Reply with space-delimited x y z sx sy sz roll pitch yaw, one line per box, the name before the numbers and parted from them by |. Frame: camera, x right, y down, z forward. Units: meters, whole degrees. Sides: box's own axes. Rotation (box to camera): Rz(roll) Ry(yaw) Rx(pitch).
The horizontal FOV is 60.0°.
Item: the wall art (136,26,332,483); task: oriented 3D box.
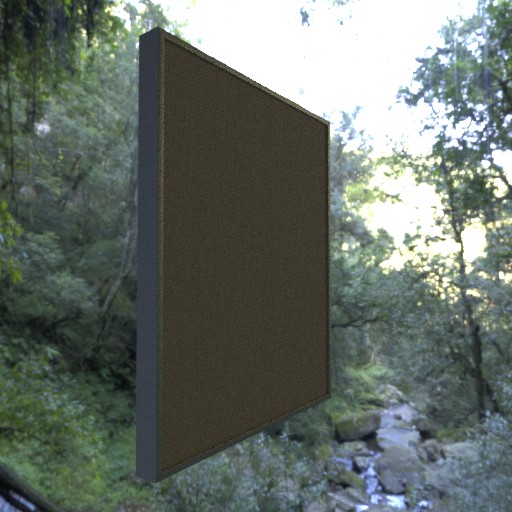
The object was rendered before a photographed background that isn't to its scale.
wall art | 0.000 0.000 0.724 0.039 0.553 0.445 -1 -2 37
